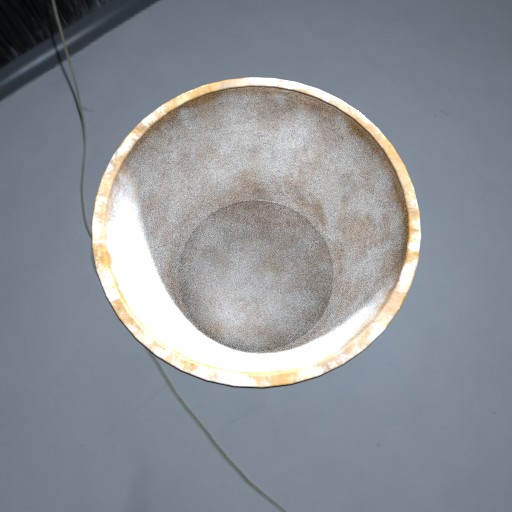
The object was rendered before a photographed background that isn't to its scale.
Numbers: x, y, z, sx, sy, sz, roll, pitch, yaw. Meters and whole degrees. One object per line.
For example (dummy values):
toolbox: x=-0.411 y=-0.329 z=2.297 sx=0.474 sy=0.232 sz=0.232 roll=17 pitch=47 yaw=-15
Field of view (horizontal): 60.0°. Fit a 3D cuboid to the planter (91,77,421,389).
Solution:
planter: x=0.000 y=0.000 z=0.450 sx=0.255 sy=0.223 sz=0.255 roll=0 pitch=74 yaw=0
